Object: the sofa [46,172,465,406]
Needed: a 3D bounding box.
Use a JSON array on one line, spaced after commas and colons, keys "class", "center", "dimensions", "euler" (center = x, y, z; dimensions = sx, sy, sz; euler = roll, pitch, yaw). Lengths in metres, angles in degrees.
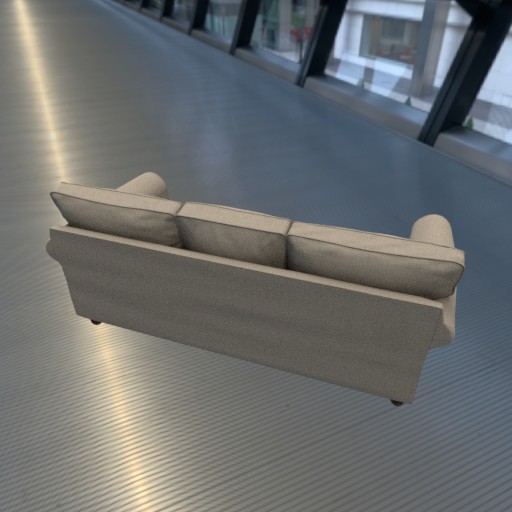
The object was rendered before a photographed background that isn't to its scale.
[{"class": "sofa", "center": [0.000, 0.000, 2.582], "dimensions": [2.118, 0.889, 0.998], "euler": [11, 35, 16]}]
